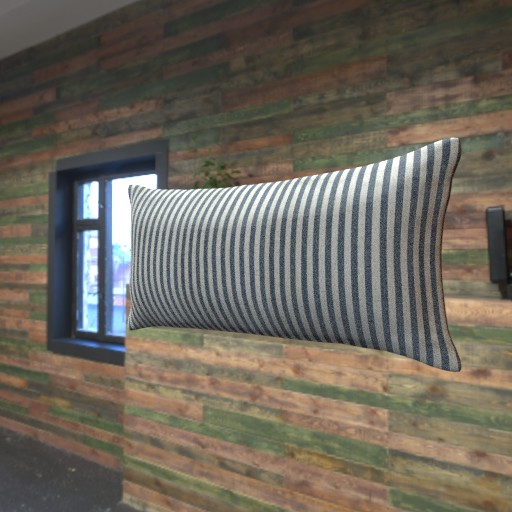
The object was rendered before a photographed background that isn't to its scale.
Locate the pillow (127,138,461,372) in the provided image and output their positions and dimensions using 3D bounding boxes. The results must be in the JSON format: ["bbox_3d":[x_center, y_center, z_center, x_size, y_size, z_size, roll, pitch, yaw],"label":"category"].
[{"bbox_3d":[0.000,0.000,0.724,0.617,0.295,0.151,-1,-1,34],"label":"pillow"}]
